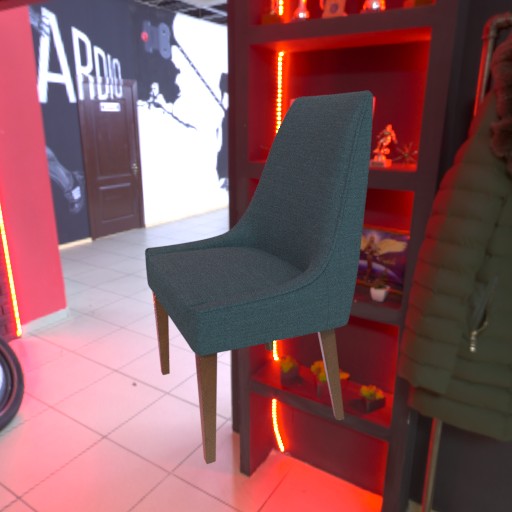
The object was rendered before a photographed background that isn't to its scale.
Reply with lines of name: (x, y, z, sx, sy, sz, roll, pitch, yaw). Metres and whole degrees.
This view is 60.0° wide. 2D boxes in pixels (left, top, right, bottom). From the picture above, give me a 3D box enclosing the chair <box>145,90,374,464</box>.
chair: (0.000, 0.000, 1.235, 0.544, 0.861, 0.529, -8, 18, -24)
